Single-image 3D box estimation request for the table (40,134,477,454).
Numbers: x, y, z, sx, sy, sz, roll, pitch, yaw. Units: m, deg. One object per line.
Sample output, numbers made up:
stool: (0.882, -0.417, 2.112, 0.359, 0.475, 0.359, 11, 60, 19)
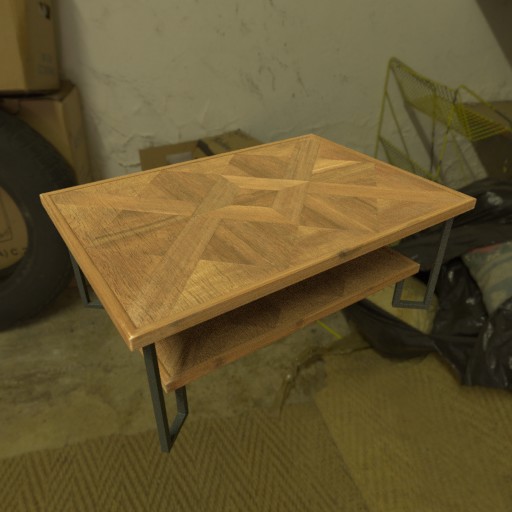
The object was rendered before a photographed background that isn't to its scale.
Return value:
table: (0.000, 0.000, 1.667, 1.238, 0.492, 0.877, -20, 38, -28)
